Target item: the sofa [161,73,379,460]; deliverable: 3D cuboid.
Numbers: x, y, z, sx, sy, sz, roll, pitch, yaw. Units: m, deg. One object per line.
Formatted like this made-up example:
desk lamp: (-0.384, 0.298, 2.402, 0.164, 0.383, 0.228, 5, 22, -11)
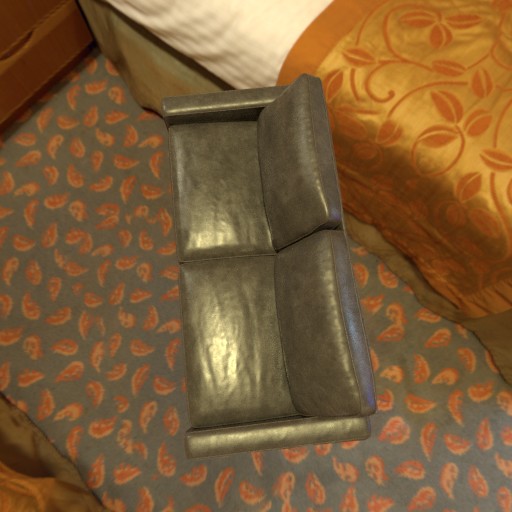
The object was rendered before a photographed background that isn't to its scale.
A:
sofa: (0.000, 0.000, 2.555, 0.939, 0.916, 2.081, -6, 75, -2)
